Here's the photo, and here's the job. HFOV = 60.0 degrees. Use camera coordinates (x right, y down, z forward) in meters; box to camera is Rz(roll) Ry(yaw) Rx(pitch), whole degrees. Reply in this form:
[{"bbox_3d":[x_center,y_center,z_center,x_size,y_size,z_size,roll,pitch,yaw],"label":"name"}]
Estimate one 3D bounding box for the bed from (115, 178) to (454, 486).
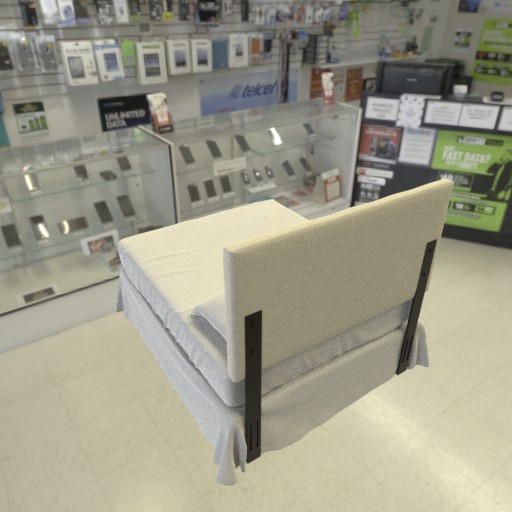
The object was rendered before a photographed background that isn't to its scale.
[{"bbox_3d":[0.000,0.000,3.504,1.936,1.577,2.222,-18,35,-28],"label":"bed"}]
